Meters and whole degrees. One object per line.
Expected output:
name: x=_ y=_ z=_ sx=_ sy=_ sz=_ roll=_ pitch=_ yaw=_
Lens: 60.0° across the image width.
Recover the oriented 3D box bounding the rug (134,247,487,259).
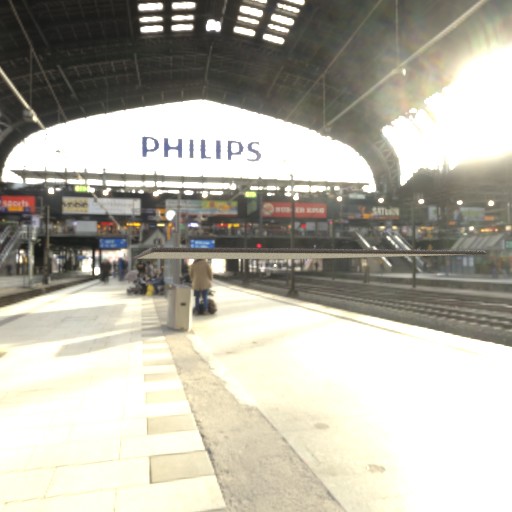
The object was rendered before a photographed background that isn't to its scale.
rug: x=0.000 y=0.000 z=2.078 sx=1.067 sy=0.013 sz=1.676 roll=0 pitch=-1 yaw=-17
